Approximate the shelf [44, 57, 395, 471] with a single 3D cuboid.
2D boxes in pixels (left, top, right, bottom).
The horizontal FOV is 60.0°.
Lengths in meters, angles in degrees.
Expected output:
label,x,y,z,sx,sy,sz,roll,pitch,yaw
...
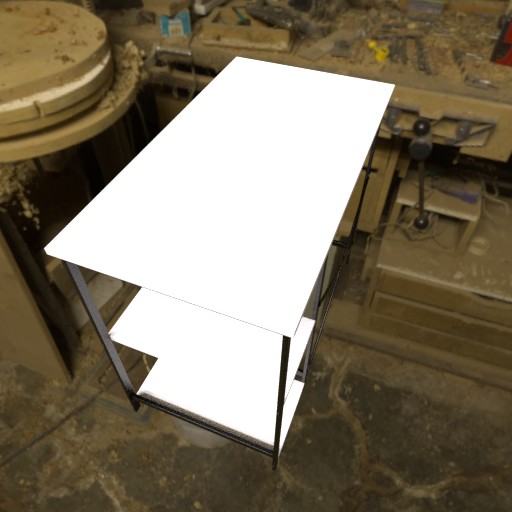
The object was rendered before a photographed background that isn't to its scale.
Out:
label,x,y,z,sx,sy,sz,roll,pitch,yaw
shelf,0.000,0.000,1.332,0.498,0.750,0.902,17,50,15
